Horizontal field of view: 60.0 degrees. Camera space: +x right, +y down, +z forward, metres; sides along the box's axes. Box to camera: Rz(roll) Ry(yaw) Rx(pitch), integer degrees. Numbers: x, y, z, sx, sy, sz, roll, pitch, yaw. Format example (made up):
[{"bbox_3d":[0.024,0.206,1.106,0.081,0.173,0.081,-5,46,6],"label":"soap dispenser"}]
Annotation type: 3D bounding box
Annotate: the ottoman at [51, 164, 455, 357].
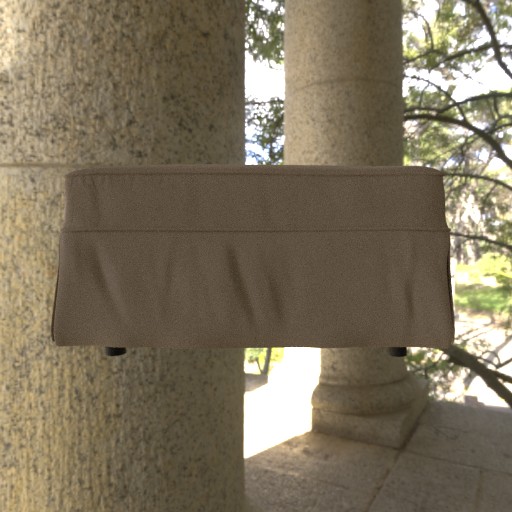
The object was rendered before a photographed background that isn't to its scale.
[{"bbox_3d":[0.000,0.000,1.331,0.959,0.482,0.721,0,0,1],"label":"ottoman"}]
